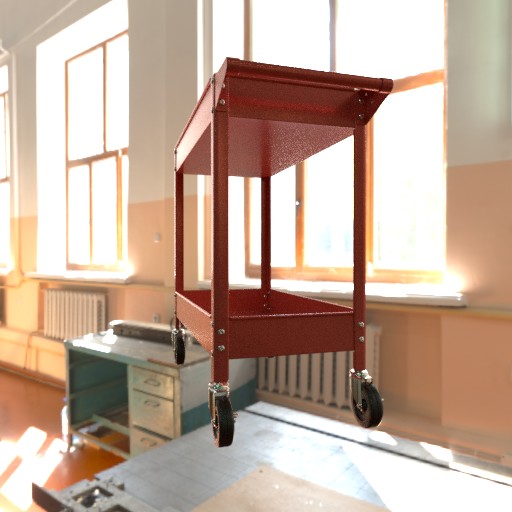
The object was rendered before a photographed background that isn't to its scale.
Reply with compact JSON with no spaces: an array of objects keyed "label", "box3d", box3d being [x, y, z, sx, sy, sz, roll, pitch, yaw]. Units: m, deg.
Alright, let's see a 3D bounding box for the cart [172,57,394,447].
[{"label":"cart","box3d":[0.000,0.000,1.186,0.366,0.719,0.779,0,0,-17]}]
